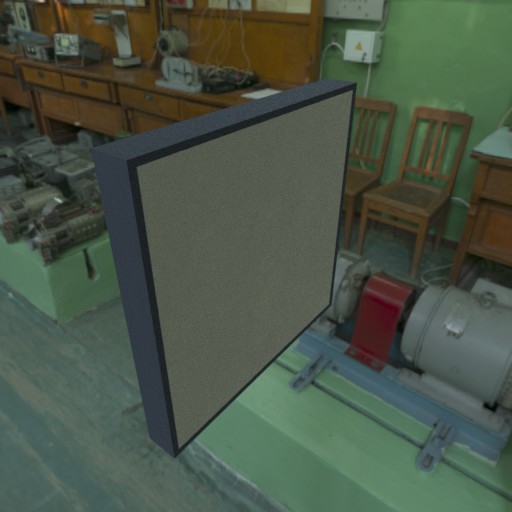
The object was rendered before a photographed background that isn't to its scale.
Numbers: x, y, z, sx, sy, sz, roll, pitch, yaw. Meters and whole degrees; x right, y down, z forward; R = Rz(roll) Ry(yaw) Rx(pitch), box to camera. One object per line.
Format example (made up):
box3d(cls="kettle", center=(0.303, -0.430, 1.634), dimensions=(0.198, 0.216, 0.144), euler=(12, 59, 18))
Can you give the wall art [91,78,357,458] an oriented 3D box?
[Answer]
box3d(cls="wall art", center=(0.000, 0.000, 0.459), dimensions=(0.036, 0.300, 0.302), euler=(23, 39, 32))
